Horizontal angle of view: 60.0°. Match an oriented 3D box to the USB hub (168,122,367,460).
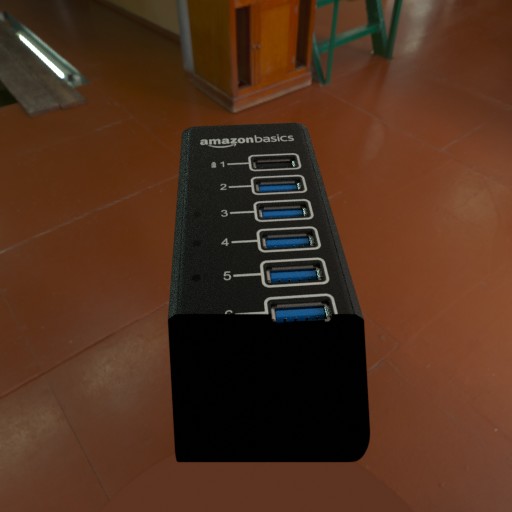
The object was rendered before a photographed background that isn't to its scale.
[{"bbox_3d":[0.000,0.000,0.128,0.044,0.023,0.110,-3,47,-3],"label":"USB hub"}]
